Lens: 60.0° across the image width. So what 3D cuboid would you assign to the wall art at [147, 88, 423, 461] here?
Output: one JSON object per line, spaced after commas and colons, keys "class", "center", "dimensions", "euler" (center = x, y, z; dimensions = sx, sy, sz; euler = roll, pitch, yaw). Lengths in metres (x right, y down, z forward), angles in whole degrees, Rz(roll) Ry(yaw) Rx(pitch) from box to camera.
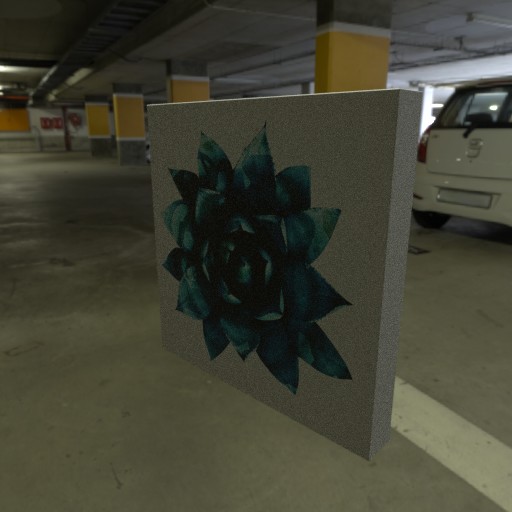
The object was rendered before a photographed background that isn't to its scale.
{"class": "wall art", "center": [0.000, 0.000, 0.457], "dimensions": [0.305, 0.305, 0.038], "euler": [14, 21, 41]}
